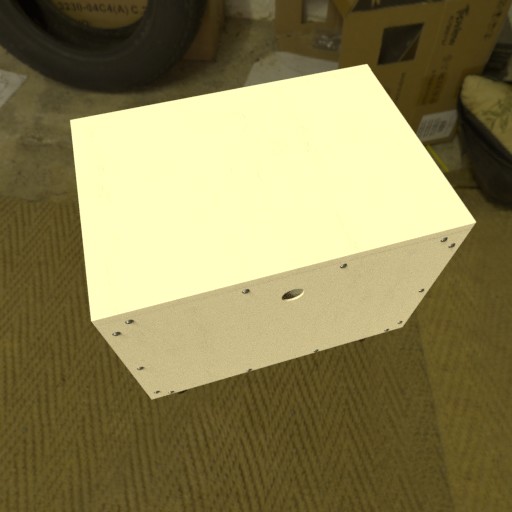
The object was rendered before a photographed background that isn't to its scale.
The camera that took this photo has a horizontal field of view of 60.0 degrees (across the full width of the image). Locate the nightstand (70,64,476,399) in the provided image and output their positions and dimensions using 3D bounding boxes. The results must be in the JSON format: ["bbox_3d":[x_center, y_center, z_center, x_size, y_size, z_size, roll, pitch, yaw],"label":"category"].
[{"bbox_3d":[0.000,0.000,1.038,0.614,0.604,0.447,-14,59,-9],"label":"nightstand"}]
